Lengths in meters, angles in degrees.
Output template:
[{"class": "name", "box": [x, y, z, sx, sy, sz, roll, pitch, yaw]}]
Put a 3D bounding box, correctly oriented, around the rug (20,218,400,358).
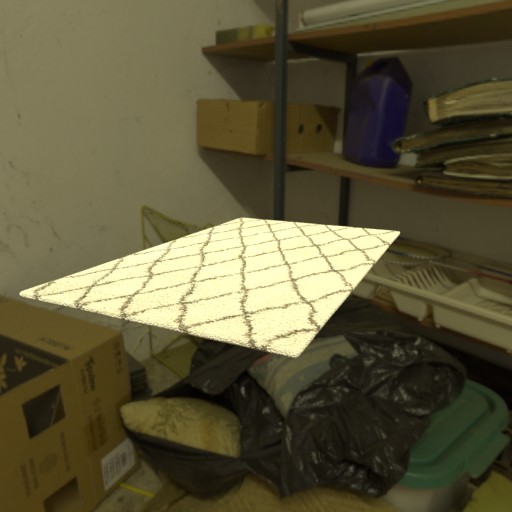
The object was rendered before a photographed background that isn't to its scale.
[{"class": "rug", "box": [0.000, 0.000, 3.005, 1.524, 0.030, 2.438, 7, 17, 25]}]
